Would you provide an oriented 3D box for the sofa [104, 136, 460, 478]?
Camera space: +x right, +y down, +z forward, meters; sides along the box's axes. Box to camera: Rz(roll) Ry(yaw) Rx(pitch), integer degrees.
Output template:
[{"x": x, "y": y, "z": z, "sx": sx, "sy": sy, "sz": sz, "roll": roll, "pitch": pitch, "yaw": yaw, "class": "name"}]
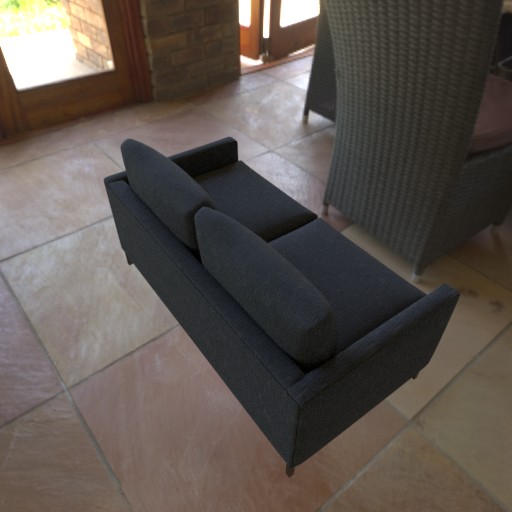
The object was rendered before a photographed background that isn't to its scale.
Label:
[{"x": 0.000, "y": 0.000, "z": 2.235, "sx": 0.866, "sy": 0.862, "sz": 1.716, "roll": -26, "pitch": 48, "yaw": -26, "class": "sofa"}]
